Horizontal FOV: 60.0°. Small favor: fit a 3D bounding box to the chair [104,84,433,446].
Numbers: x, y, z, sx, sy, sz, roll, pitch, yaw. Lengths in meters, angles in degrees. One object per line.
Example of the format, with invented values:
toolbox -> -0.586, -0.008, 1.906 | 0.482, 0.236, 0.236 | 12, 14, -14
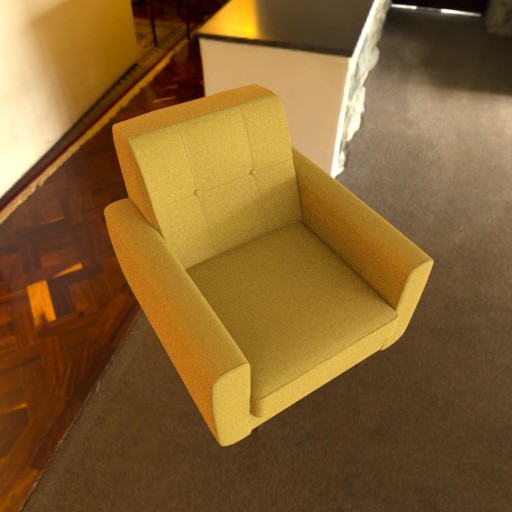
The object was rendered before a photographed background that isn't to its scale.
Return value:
chair -> 0.000, 0.000, 1.604 | 0.831, 0.841, 0.909 | -25, 51, -22
